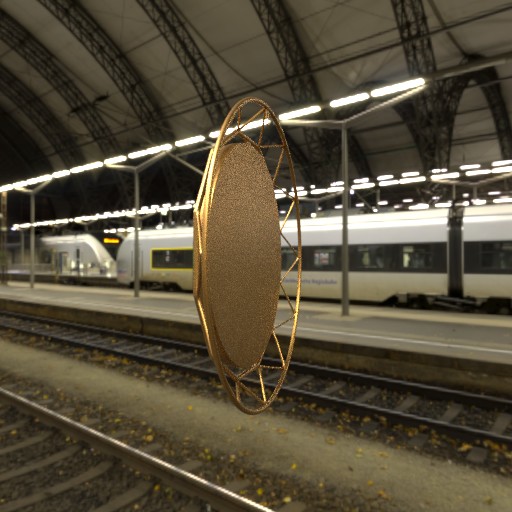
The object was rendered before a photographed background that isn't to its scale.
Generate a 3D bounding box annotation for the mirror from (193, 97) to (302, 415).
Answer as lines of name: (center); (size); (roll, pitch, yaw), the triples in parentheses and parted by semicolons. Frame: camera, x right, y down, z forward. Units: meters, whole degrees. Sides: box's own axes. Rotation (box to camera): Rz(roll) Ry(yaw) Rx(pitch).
mirror: (0.000, 0.000, 0.674); (0.043, 0.454, 0.454); (0, -1, 18)
